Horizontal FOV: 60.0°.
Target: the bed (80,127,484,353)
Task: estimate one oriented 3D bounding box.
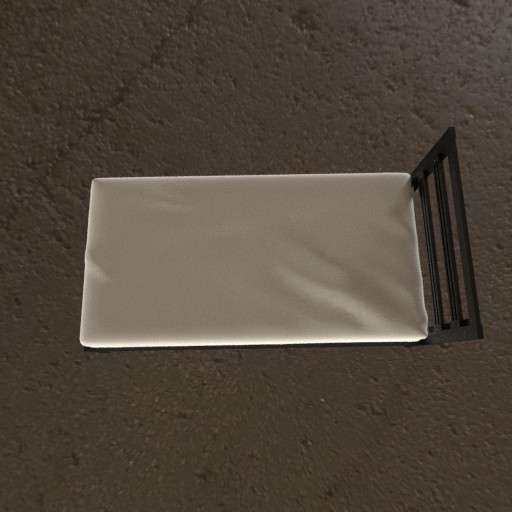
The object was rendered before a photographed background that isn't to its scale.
[{"bbox_3d":[0.000,0.000,2.451,1.930,0.967,0.991,-1,76,0],"label":"bed"}]
